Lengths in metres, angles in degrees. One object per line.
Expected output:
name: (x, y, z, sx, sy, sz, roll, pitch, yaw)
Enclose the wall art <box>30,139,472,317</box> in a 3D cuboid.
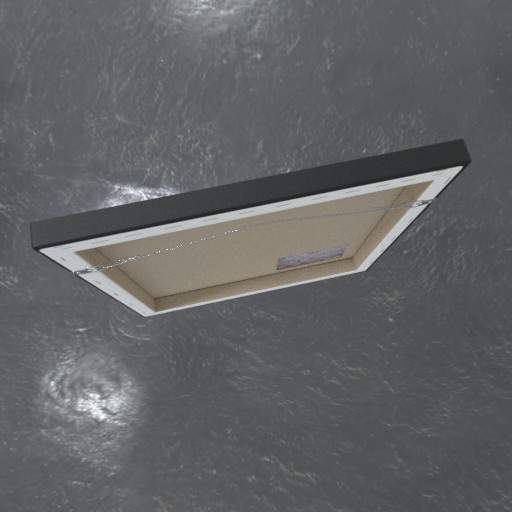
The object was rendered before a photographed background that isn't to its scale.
wall art: (0.000, 0.000, 0.894, 0.610, 0.611, 0.043, -12, 74, -3)
